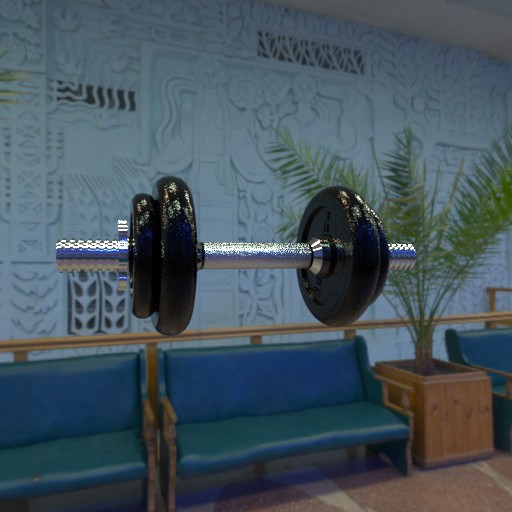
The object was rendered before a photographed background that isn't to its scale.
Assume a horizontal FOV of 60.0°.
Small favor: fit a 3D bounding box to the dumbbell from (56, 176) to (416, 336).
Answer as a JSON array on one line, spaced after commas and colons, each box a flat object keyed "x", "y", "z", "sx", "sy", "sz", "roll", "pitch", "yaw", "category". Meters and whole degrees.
[{"x": 0.000, "y": 0.000, "z": 0.604, "sx": 0.497, "sy": 0.202, "sz": 0.202, "roll": 0, "pitch": 0, "yaw": -18, "category": "dumbbell"}]
